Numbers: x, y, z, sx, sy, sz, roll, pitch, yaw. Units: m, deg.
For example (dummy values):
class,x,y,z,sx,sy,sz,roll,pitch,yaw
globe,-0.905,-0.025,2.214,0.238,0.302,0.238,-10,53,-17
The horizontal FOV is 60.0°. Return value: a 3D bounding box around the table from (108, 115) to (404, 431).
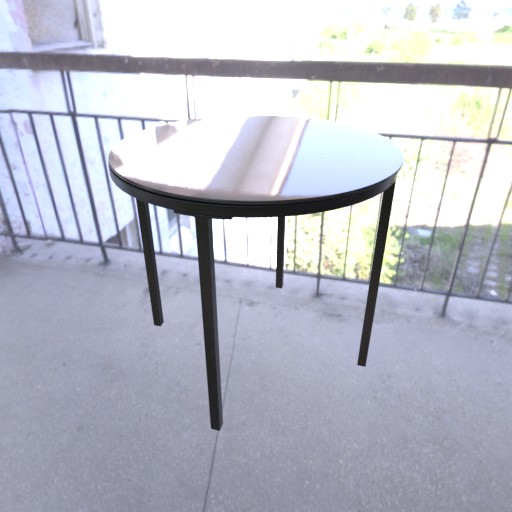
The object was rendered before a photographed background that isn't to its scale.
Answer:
class,x,y,z,sx,sy,sz,roll,pitch,yaw
table,0.000,0.000,0.887,0.499,0.443,0.499,0,30,0
